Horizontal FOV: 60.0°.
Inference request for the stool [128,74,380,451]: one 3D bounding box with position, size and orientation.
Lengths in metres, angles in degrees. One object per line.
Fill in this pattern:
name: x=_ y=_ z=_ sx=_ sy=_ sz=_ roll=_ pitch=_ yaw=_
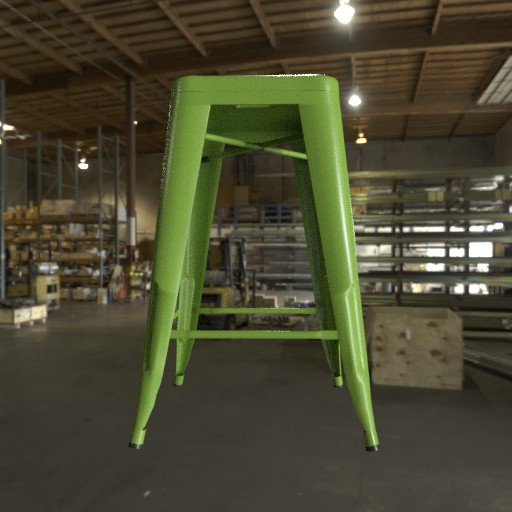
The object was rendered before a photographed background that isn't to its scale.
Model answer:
stool: x=0.000 y=0.000 z=0.867 sx=0.398 sy=0.609 sz=0.358 roll=0 pitch=0 yaw=2
